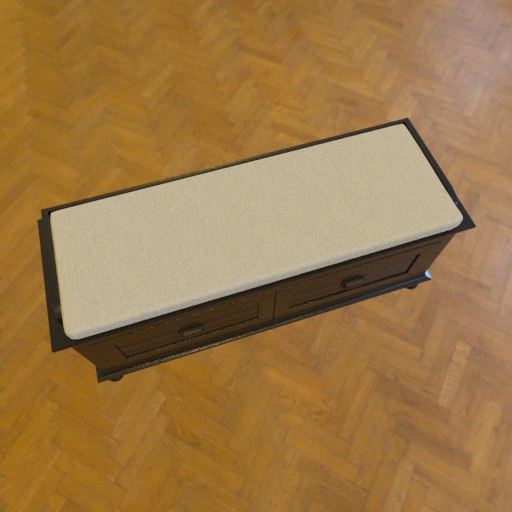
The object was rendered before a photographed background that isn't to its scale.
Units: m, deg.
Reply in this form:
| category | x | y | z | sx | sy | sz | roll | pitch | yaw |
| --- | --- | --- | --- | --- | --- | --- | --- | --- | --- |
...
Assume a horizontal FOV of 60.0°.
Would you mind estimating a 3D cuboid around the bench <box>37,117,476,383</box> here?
| category | x | y | z | sx | sy | sz | roll | pitch | yaw |
| --- | --- | --- | --- | --- | --- | --- | --- | --- | --- |
| bench | 0.000 | 0.000 | 1.440 | 1.185 | 0.501 | 0.402 | -16 | 64 | -8 |
